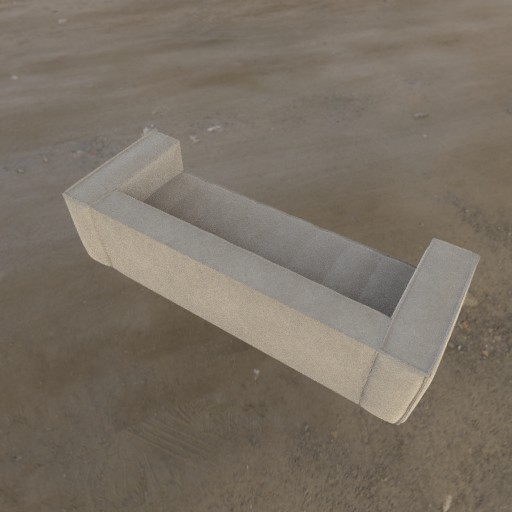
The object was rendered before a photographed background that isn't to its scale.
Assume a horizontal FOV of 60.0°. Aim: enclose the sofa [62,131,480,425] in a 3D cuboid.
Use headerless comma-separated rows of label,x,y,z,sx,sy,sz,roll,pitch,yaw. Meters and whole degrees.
sofa,0.000,0.000,3.165,2.697,0.680,1.038,25,52,21
